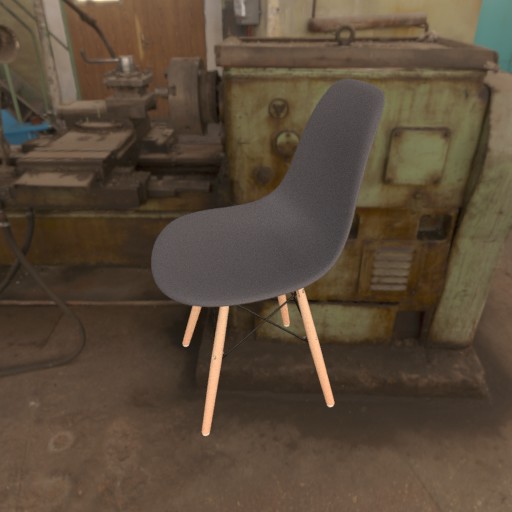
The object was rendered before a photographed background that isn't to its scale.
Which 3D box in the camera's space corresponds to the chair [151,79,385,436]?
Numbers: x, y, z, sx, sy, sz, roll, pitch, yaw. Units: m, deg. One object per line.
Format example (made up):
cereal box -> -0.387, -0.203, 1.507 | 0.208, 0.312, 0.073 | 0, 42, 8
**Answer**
chair -> 0.000, 0.000, 1.154 | 0.533, 0.826, 0.470 | -8, 32, -14
